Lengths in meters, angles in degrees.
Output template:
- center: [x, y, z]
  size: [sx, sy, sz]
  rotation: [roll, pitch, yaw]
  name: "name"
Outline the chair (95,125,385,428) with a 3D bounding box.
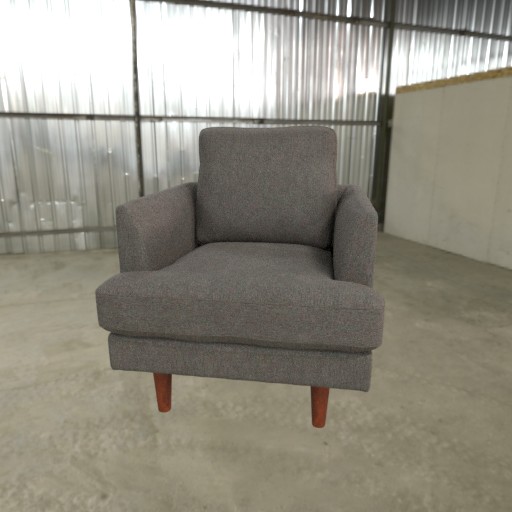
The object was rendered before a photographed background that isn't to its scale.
- center: [0.000, 0.000, 1.671]
  size: [0.858, 0.957, 0.899]
  rotation: [2, 15, 9]
  name: "chair"
